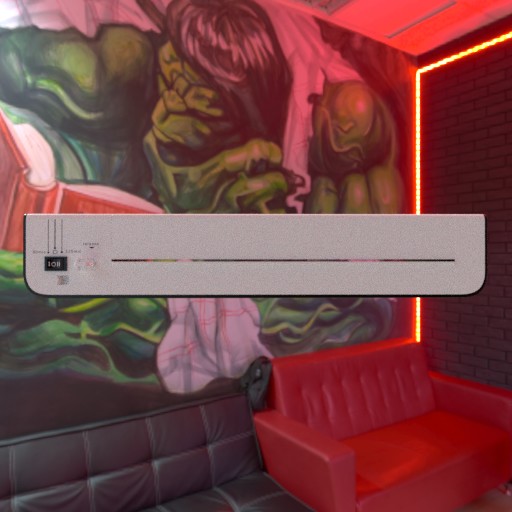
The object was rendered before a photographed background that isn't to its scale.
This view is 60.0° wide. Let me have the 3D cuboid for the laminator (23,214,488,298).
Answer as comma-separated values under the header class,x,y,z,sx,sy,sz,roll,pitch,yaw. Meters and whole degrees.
class,x,y,z,sx,sy,sz,roll,pitch,yaw
laminator,0.000,0.000,0.374,0.340,0.062,0.123,0,0,-1
